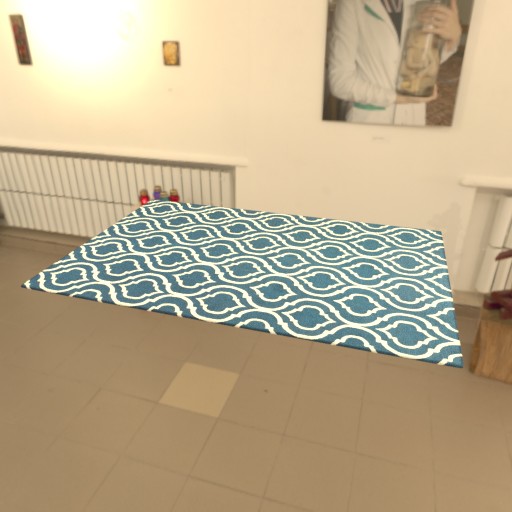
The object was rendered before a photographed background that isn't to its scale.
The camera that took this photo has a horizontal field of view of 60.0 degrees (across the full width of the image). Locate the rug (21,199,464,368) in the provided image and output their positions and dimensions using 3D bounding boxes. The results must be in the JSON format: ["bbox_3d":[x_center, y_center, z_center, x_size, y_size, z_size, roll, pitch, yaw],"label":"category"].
[{"bbox_3d":[0.000,0.000,2.146,1.753,0.010,1.143,8,28,15],"label":"rug"}]
